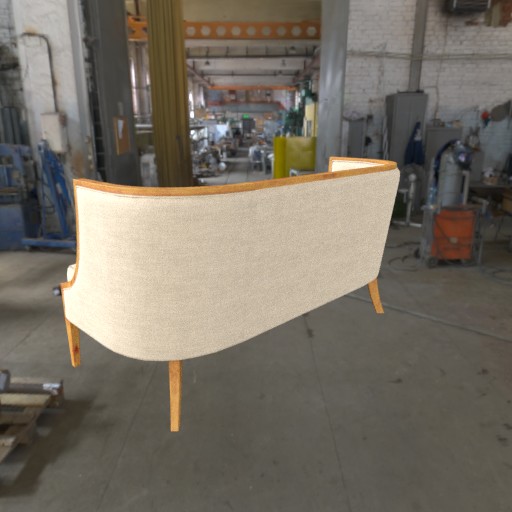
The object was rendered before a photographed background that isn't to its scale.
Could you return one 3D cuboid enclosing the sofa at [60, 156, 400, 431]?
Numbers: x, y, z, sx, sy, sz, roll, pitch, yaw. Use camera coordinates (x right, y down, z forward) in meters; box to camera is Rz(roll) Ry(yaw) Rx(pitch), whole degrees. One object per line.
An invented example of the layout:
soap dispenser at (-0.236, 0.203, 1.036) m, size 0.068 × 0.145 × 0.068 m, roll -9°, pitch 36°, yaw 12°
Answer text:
sofa at (0.000, 0.000, 1.959) m, size 0.770 × 0.775 × 1.474 m, roll 16°, pitch 23°, yaw 42°
